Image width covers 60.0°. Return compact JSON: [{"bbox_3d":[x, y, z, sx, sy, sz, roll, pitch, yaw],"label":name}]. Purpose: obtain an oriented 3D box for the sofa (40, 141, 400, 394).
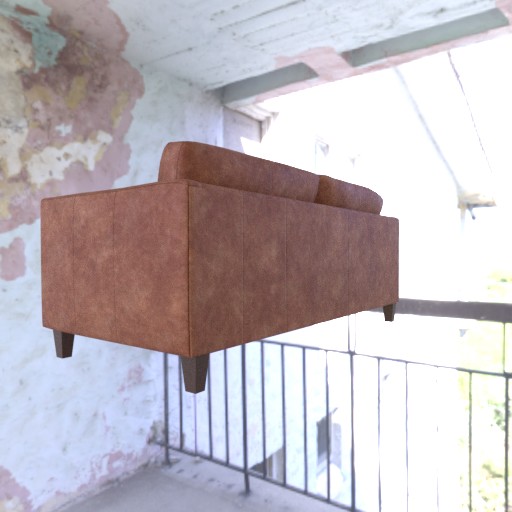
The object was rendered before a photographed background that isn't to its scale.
[{"bbox_3d":[0.000,0.000,2.409,0.923,0.863,1.971,0,1,37],"label":"sofa"}]
